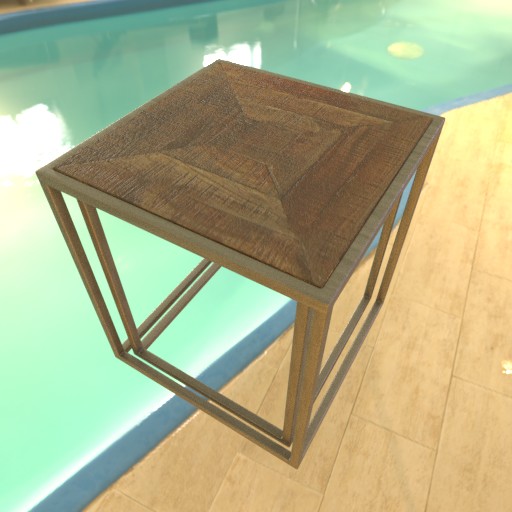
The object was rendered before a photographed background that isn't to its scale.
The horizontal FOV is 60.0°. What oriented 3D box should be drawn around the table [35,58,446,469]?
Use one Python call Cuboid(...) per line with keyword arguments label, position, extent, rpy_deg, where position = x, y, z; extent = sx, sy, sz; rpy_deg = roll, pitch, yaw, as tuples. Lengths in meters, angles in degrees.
Cuboid(label="table", position=(0.000, 0.000, 0.846), extent=(0.450, 0.500, 0.449), rpy_deg=(24, 51, 21))
